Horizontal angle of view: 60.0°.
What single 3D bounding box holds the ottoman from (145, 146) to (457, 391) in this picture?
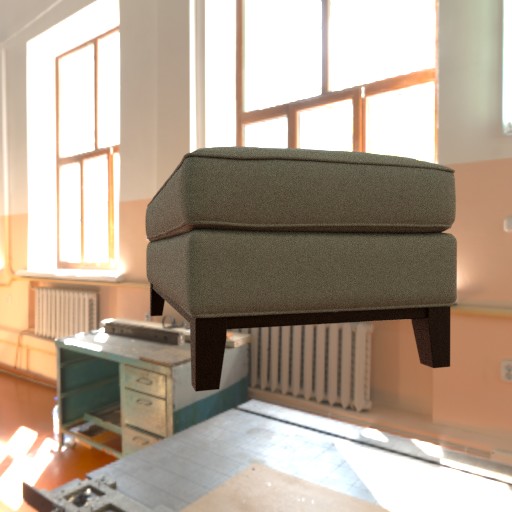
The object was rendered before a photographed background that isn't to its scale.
[{"bbox_3d":[0.000,0.000,1.459,0.648,0.508,1.143,0,1,-18],"label":"ottoman"}]
